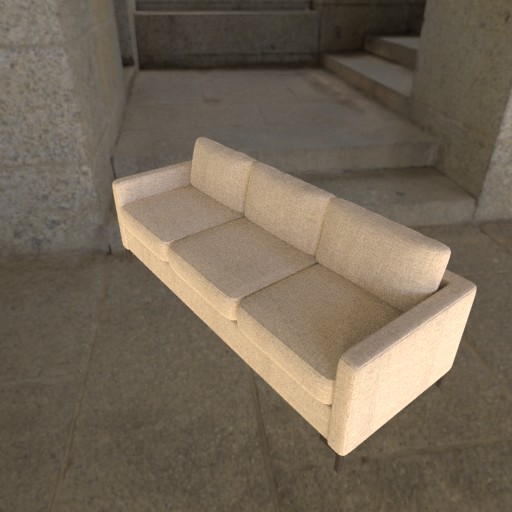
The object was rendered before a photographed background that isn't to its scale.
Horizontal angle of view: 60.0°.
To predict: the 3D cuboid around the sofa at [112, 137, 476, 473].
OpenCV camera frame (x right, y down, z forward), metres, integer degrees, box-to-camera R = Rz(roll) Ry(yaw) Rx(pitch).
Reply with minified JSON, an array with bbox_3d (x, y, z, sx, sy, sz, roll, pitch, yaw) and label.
[{"bbox_3d":[0.000,0.000,2.648,0.859,0.874,2.218,-23,39,-31],"label":"sofa"}]
